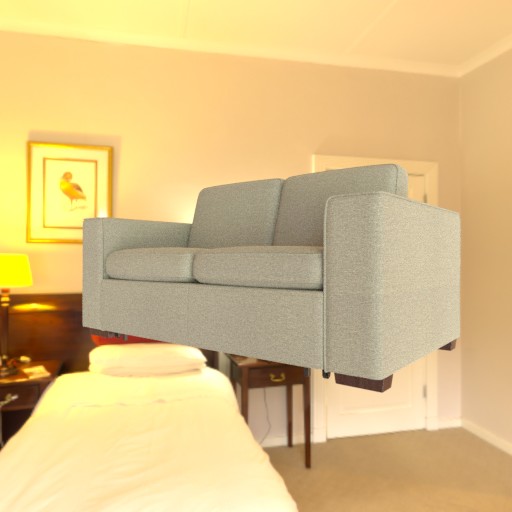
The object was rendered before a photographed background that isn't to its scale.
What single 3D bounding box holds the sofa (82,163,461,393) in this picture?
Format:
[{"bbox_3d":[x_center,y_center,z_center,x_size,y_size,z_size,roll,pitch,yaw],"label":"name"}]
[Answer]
[{"bbox_3d":[0.000,0.000,2.381,1.812,0.924,1.007,0,0,38],"label":"sofa"}]
